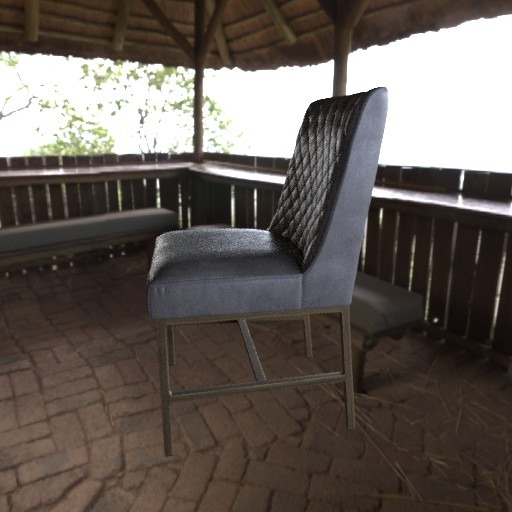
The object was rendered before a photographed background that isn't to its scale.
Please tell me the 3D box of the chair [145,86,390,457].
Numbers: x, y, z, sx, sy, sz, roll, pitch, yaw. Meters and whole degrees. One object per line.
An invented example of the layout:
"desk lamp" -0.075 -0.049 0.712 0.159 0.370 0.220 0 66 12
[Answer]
"chair" 0.000 0.000 1.262 0.587 0.889 0.508 -3 15 -9
